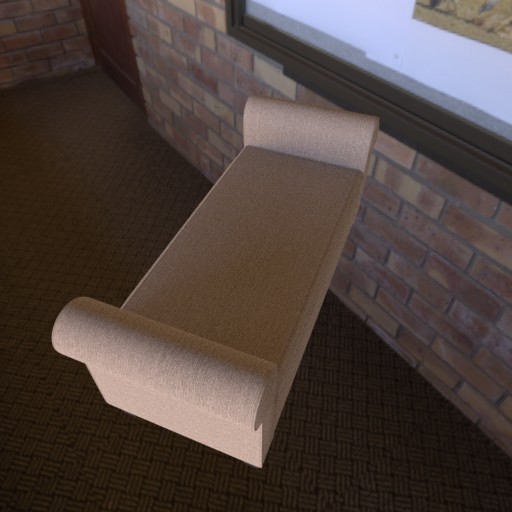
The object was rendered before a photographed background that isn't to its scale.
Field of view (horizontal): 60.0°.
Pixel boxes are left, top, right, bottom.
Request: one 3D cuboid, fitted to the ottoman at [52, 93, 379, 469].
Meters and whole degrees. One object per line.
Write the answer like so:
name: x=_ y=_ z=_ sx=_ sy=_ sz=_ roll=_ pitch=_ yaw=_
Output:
ottoman: x=0.000 y=0.000 z=1.508 sx=0.521 sy=0.547 sz=1.256 roll=16 pitch=48 yaw=15
